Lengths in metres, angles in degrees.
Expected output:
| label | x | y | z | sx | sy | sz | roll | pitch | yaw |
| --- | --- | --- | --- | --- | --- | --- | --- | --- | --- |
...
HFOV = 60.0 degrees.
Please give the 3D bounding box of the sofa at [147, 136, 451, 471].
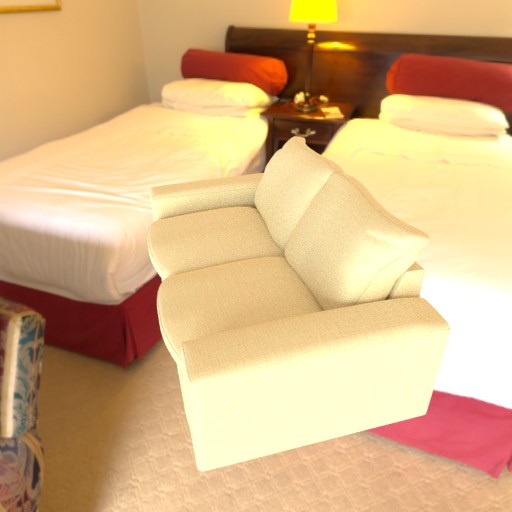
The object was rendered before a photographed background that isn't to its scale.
| label | x | y | z | sx | sy | sz | roll | pitch | yaw |
| --- | --- | --- | --- | --- | --- | --- | --- | --- | --- |
| sofa | 0.000 | 0.000 | 2.359 | 1.091 | 0.875 | 1.754 | -8 | 32 | -13 |
